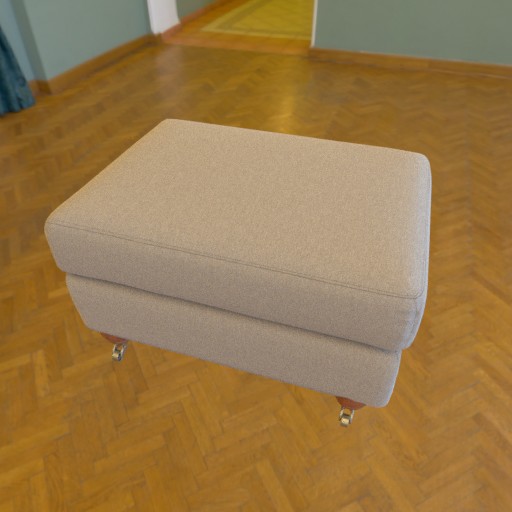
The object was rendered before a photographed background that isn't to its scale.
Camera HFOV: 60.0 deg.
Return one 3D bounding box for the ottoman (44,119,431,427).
[{"bbox_3d":[0.000,0.000,1.134,0.773,0.497,0.574,12,42,14],"label":"ottoman"}]
